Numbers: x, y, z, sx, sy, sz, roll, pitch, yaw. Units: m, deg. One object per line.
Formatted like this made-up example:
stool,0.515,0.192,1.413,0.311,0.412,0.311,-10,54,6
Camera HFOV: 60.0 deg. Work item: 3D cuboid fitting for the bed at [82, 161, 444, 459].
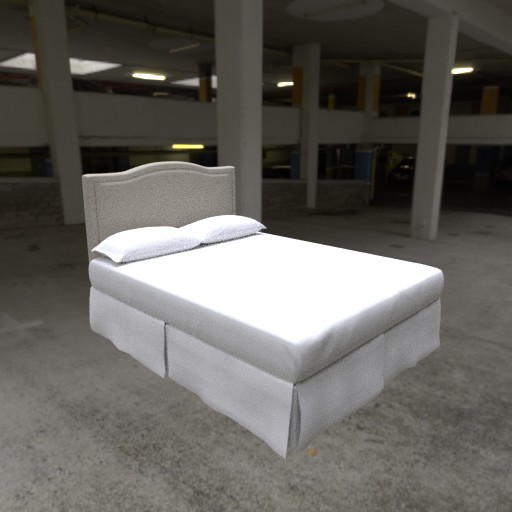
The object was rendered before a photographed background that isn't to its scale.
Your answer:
bed,0.000,0.000,3.641,2.477,1.437,1.977,14,20,42
